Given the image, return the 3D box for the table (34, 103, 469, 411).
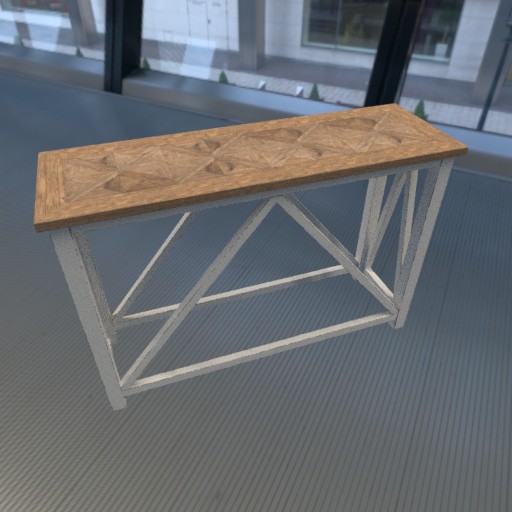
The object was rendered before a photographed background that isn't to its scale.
[{"bbox_3d":[0.000,0.000,1.804,1.400,0.930,0.450,-12,40,-15],"label":"table"}]
